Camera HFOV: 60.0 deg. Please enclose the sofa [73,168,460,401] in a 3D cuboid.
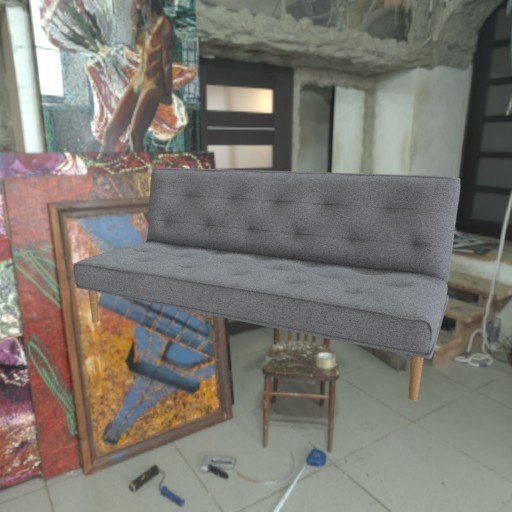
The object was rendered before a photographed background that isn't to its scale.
[{"bbox_3d":[0.000,0.000,2.286,1.820,0.830,0.810,7,16,26],"label":"sofa"}]
